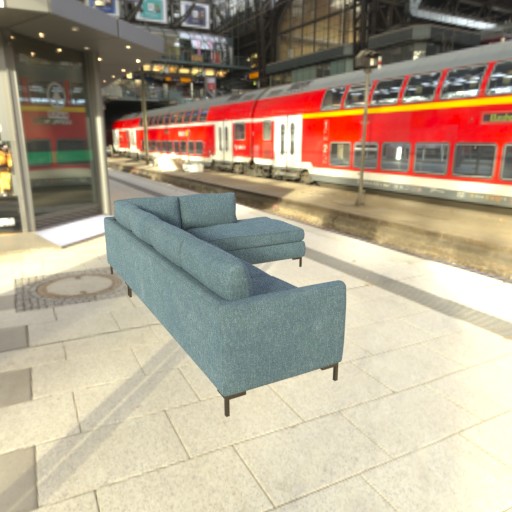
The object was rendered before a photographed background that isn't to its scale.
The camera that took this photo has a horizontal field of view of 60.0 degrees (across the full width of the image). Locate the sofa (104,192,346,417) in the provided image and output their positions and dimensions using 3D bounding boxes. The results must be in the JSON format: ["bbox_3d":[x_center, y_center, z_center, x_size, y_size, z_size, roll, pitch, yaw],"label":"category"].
[{"bbox_3d":[0.000,0.000,3.879,2.007,0.815,2.949,-8,17,-28],"label":"sofa"}]
